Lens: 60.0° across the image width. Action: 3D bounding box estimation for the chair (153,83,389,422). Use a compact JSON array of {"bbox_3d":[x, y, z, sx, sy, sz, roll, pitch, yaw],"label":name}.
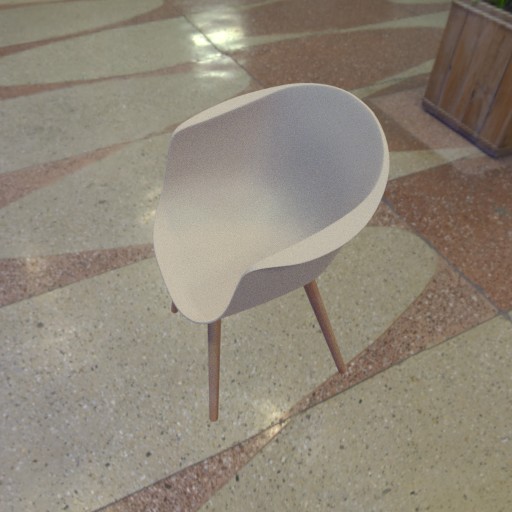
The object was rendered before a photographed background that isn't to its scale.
[{"bbox_3d":[0.000,0.000,1.186,0.504,0.781,0.593,-17,49,-15],"label":"chair"}]
